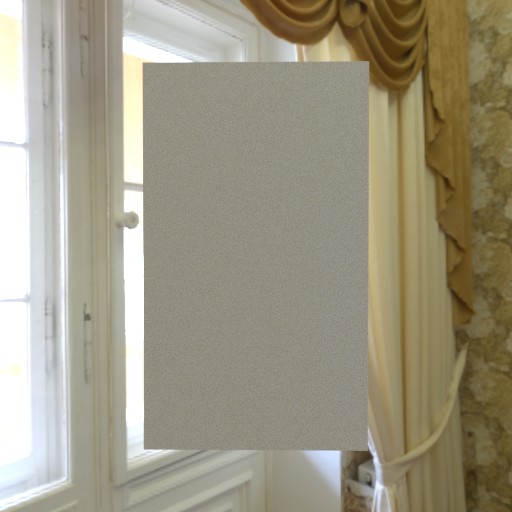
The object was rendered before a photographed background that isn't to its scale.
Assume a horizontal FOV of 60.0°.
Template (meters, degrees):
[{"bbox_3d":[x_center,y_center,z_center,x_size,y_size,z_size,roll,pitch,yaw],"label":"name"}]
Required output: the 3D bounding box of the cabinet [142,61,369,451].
[{"bbox_3d":[0.000,0.000,2.696,1.250,2.160,0.480,0,1,1],"label":"cabinet"}]
